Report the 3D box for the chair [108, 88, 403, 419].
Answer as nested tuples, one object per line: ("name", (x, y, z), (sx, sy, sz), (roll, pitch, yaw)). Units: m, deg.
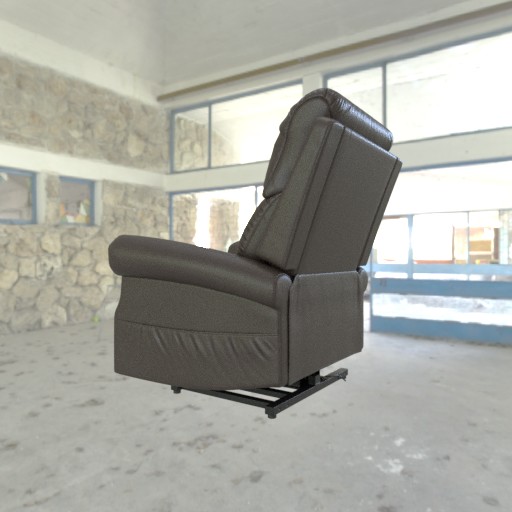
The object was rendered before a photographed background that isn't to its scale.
("chair", (0.000, 0.000, 1.782), (0.978, 1.028, 0.869), (0, 0, 35))
